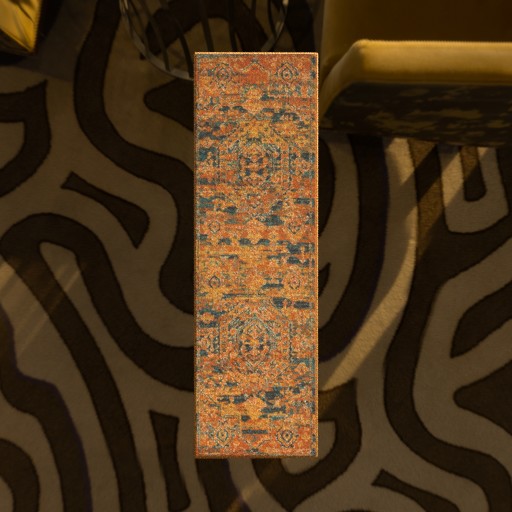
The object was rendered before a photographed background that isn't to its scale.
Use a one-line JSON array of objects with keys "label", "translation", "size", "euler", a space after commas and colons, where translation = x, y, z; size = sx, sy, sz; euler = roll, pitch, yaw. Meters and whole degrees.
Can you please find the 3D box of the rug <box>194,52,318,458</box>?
[{"label": "rug", "translation": [0.000, 0.000, 1.988], "size": [0.556, 0.013, 1.820], "euler": [0, 90, 0]}]
